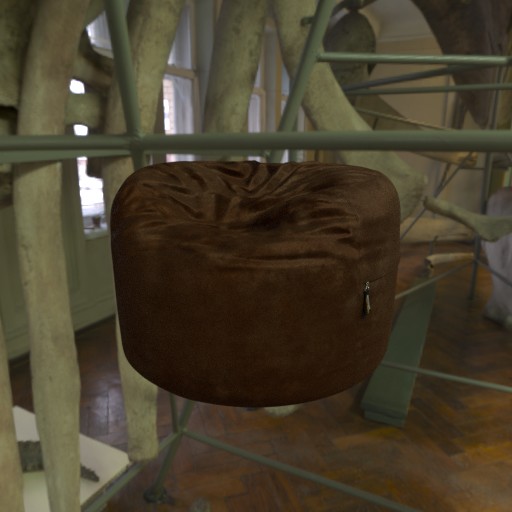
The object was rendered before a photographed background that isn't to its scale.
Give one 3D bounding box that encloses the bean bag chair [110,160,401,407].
[{"bbox_3d":[0.000,0.000,1.486,0.918,0.616,0.918,0,14,0],"label":"bean bag chair"}]
